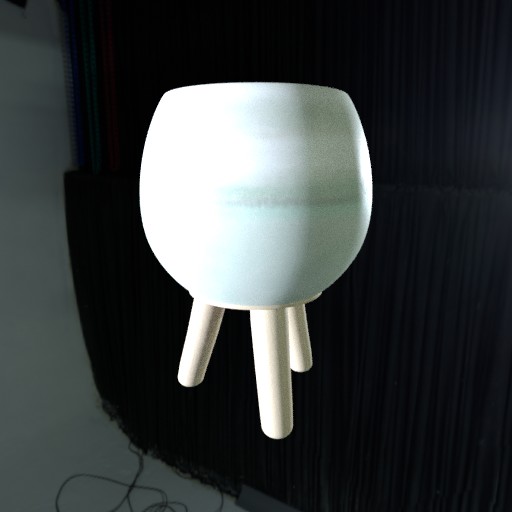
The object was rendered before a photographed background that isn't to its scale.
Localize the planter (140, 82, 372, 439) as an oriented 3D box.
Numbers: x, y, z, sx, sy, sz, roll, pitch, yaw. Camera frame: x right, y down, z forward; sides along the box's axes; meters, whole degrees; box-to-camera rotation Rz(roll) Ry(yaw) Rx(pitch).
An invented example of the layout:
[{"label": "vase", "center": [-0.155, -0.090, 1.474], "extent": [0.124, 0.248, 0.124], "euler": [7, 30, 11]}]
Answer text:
[{"label": "planter", "center": [0.000, 0.000, 0.328], "extent": [0.161, 0.224, 0.161], "euler": [0, 13, 0]}]
